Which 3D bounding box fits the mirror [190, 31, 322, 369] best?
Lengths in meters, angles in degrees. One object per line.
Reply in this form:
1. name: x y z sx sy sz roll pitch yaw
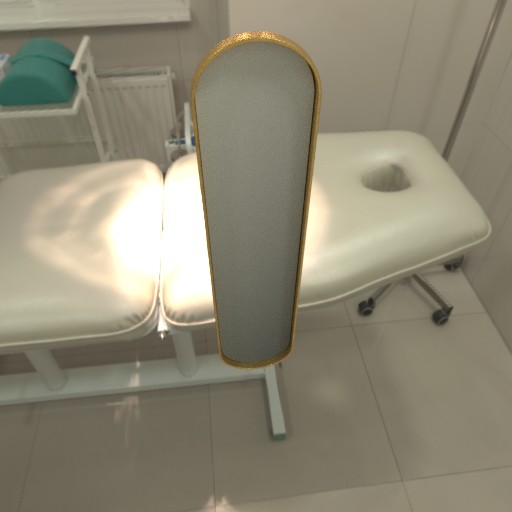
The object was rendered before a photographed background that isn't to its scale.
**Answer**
1. mirror: 0.000 0.000 1.042 0.222 0.991 0.032 -5 46 -5
